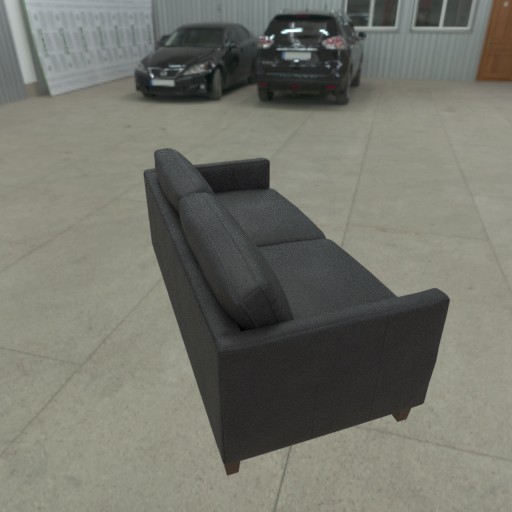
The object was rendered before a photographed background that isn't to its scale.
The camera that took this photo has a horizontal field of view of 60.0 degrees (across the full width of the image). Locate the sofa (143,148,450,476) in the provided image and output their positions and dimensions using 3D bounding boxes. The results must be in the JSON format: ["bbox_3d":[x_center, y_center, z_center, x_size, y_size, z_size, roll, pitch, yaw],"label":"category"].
[{"bbox_3d":[0.000,0.000,2.422,0.933,0.863,1.971,-10,30,-17],"label":"sofa"}]
